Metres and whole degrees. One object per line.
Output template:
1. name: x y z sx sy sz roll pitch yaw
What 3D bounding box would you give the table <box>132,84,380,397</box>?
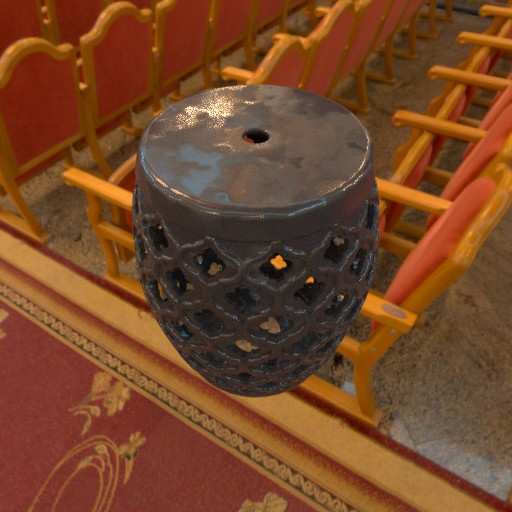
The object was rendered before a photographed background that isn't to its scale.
1. table: 0.000 0.000 0.631 0.325 0.388 0.325 0 47 0
